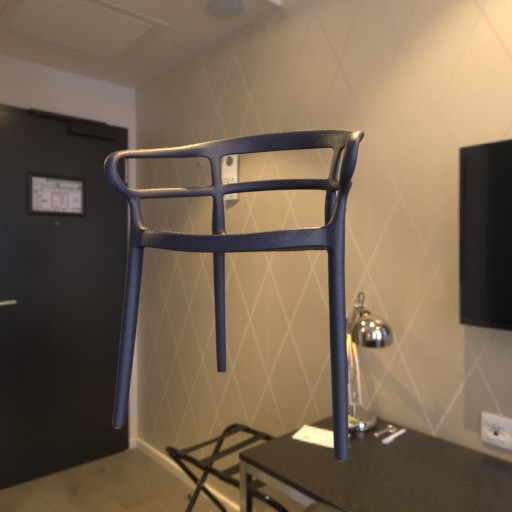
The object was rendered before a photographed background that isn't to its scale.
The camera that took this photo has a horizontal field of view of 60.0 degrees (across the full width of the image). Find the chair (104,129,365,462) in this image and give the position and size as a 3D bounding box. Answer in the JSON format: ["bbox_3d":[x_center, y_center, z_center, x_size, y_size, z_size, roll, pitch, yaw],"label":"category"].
[{"bbox_3d":[0.000,0.000,1.133,0.559,0.761,0.527,0,1,18],"label":"chair"}]
